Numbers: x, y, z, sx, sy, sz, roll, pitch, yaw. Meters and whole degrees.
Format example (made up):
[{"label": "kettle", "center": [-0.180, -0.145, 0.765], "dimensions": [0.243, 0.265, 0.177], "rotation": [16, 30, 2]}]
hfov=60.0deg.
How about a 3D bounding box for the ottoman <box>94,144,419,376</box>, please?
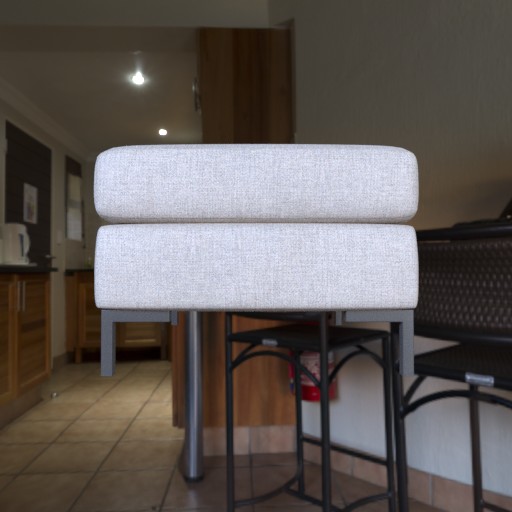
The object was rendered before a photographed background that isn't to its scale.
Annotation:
[{"label": "ottoman", "center": [0.000, 0.000, 1.262], "dimensions": [0.671, 0.490, 0.820], "rotation": [0, -1, 0]}]
